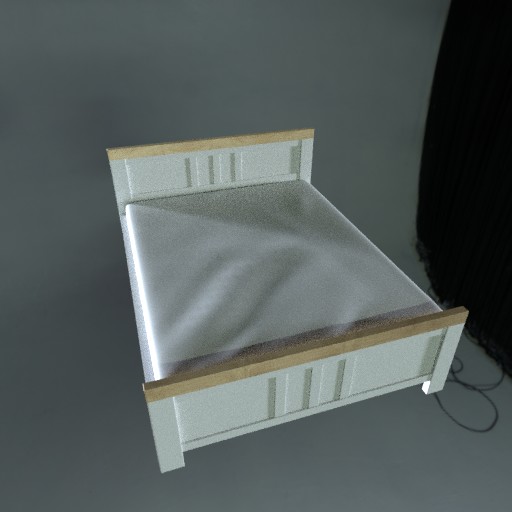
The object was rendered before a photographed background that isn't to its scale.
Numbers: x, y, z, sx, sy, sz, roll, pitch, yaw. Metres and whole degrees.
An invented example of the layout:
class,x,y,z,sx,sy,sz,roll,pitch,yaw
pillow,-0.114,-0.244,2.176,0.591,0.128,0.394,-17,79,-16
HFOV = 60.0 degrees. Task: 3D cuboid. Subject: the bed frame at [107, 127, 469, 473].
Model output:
class,x,y,z,sx,sy,sz,roll,pitch,yaw
bed frame,0.000,0.000,2.974,1.670,0.980,2.050,-10,35,-15
